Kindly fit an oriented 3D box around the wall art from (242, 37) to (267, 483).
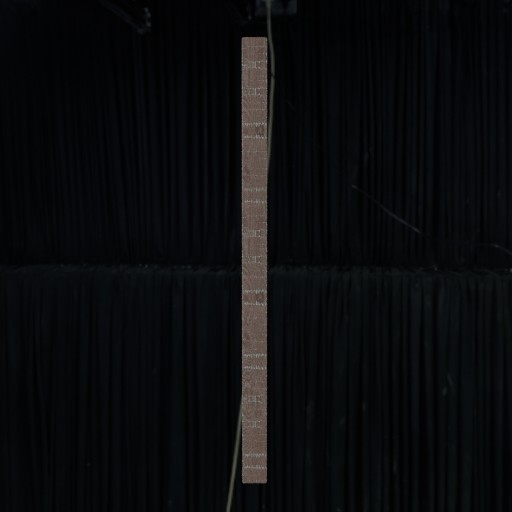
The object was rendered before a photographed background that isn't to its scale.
[{"bbox_3d":[0.000,0.000,0.792,0.029,0.531,0.531,0,2,0],"label":"wall art"}]
